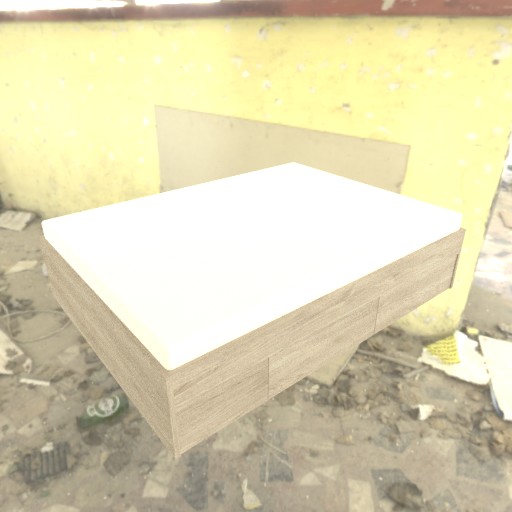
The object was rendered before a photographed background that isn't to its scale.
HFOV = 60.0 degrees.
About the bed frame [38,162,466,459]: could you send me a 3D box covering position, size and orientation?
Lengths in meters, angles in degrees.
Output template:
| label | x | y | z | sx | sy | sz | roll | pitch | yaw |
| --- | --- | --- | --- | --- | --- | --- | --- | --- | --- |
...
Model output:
| label | x | y | z | sx | sy | sz | roll | pitch | yaw |
| --- | --- | --- | --- | --- | --- | --- | --- | --- | --- |
| bed frame | 0.000 | 0.000 | 2.577 | 1.944 | 0.490 | 1.448 | -20 | 34 | -34 |
